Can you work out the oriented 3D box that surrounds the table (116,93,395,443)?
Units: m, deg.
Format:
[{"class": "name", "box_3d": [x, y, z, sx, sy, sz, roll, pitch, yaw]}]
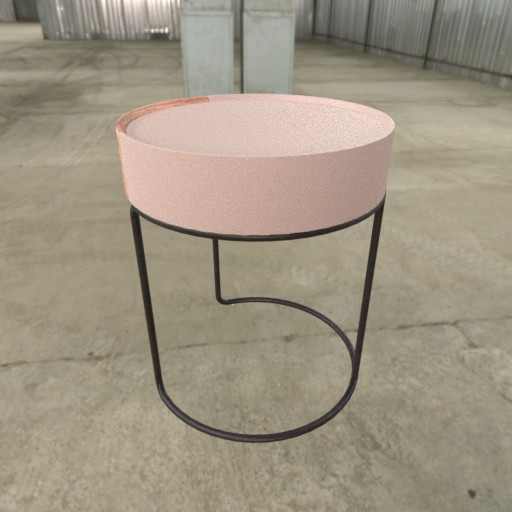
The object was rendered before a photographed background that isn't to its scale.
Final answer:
[{"class": "table", "box_3d": [0.000, 0.000, 0.865, 0.450, 0.530, 0.450, 0, 29, 0]}]
